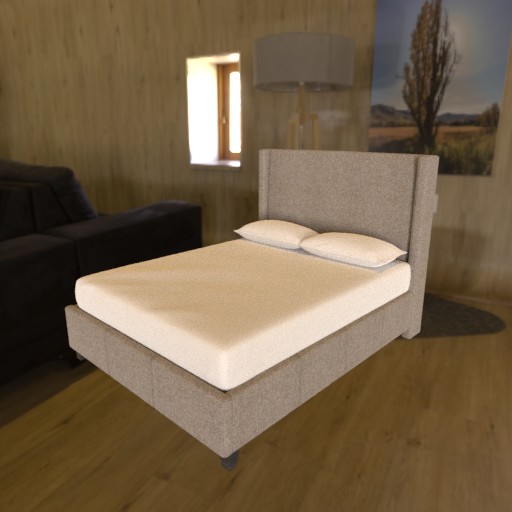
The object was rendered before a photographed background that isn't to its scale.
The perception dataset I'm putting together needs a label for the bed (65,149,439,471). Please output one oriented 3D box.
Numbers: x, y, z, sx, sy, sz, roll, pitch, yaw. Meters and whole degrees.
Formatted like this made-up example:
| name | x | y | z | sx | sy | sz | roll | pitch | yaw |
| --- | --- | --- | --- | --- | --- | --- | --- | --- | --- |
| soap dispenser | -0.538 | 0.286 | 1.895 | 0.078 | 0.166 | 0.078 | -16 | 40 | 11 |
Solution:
| name | x | y | z | sx | sy | sz | roll | pitch | yaw |
| --- | --- | --- | --- | --- | --- | --- | --- | --- | --- |
| bed | 0.000 | 0.000 | 3.339 | 1.714 | 1.476 | 2.245 | 15 | 21 | 42 |
